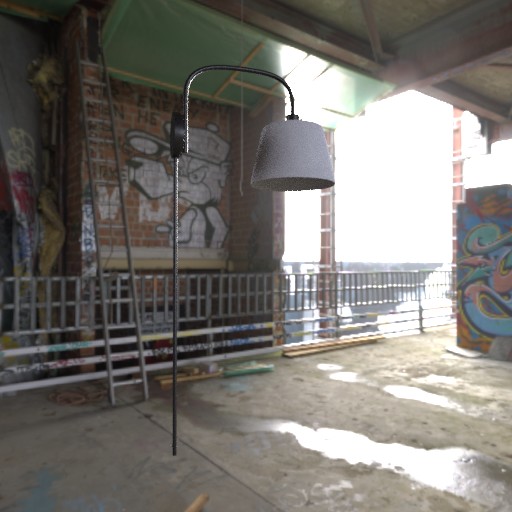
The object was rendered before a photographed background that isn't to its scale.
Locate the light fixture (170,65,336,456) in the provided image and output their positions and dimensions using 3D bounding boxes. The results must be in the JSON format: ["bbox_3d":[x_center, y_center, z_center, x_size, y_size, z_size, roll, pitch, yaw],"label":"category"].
[{"bbox_3d":[0.000,0.000,0.470,0.176,0.399,0.092,0,-1,-17],"label":"light fixture"}]
